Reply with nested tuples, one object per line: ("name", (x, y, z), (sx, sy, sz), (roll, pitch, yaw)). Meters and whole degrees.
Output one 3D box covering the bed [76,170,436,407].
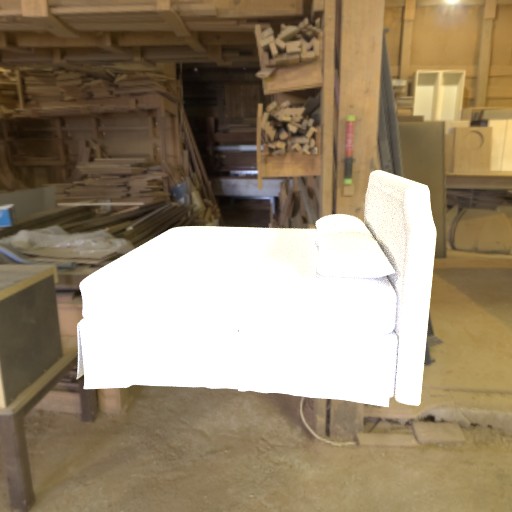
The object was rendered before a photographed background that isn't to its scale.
("bed", (0.000, 0.000, 3.595), (2.204, 1.301, 2.160), (2, 14, 7))
